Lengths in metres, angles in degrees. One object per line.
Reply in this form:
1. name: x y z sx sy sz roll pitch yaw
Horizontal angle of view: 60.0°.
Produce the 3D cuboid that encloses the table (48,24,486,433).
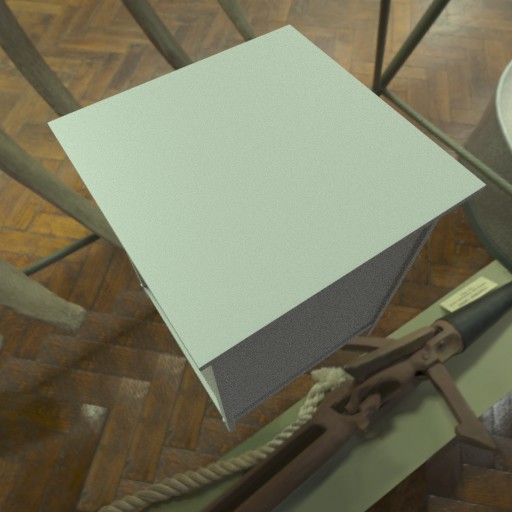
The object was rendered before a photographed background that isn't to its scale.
1. table: 0.000 0.000 0.740 0.381 0.483 0.381 -30 63 -17
